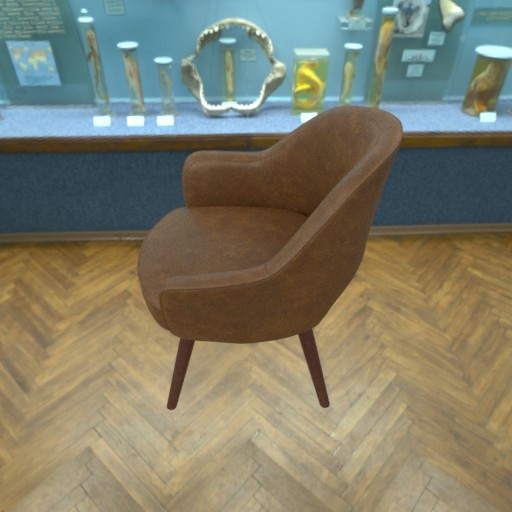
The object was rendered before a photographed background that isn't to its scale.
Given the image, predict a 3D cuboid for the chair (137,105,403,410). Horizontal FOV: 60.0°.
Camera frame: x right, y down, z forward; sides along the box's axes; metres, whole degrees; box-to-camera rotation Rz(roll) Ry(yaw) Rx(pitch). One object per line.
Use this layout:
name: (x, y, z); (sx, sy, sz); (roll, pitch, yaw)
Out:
chair: (0.000, 0.000, 1.226); (0.640, 0.777, 0.591); (-1, 41, -1)
